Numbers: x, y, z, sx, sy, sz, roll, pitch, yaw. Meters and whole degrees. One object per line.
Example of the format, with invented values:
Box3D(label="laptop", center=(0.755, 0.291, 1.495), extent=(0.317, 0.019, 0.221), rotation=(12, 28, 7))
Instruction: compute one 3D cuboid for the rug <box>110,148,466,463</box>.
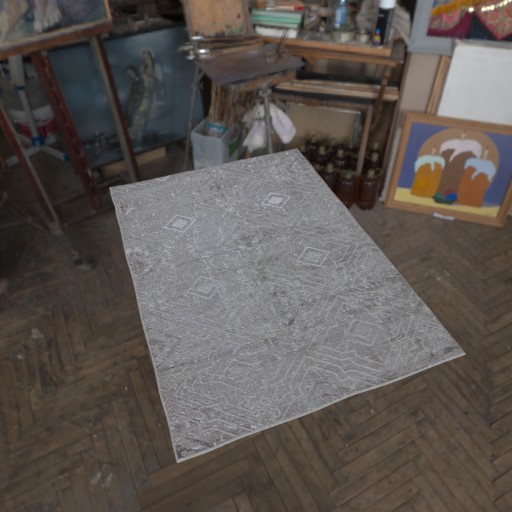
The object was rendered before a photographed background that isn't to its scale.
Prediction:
Box3D(label="rug", center=(0.000, 0.000, 4.455), extent=(2.448, 0.020, 3.359), rotation=(-15, 47, -14))
